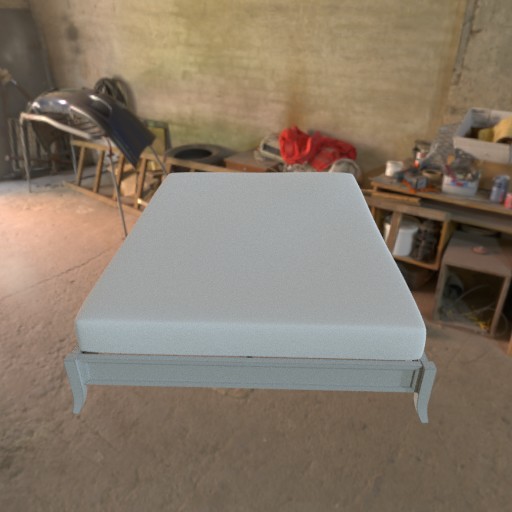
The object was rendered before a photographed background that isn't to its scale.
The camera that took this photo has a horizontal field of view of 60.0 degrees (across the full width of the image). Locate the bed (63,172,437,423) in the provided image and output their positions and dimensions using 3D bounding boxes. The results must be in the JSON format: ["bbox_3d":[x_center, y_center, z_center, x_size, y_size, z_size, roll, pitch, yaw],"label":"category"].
[{"bbox_3d":[0.000,0.000,2.794,1.604,0.510,2.108,1,29,2],"label":"bed"}]
